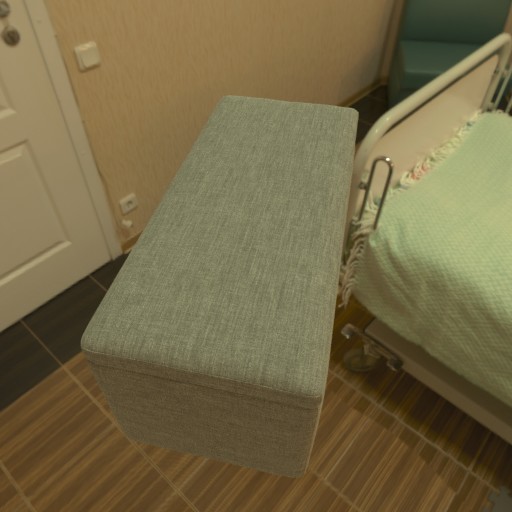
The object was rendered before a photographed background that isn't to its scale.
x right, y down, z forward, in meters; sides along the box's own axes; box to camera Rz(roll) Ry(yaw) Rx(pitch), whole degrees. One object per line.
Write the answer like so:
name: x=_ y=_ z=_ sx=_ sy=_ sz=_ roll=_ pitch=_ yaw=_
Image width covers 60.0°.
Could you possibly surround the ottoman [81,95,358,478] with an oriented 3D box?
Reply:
ottoman: x=0.000 y=0.000 z=1.112 sx=0.419 sy=0.432 sz=0.902 roll=9 pitch=47 yaw=9
